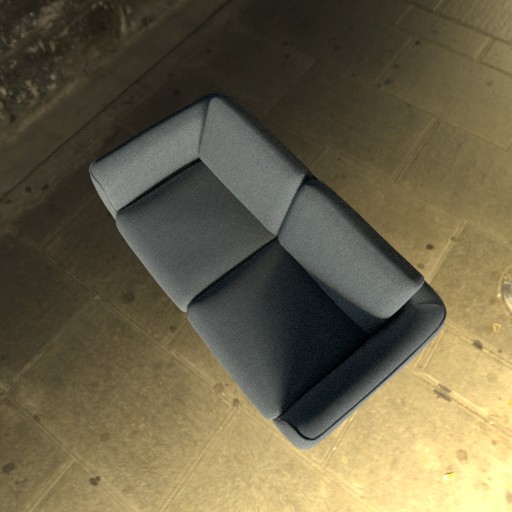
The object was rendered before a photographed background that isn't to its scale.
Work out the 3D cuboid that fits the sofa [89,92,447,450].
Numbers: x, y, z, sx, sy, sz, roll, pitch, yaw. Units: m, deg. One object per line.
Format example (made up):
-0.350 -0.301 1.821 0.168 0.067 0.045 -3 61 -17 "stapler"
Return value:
0.000 0.000 2.229 0.920 0.870 1.700 -36 69 -16 "sofa"
